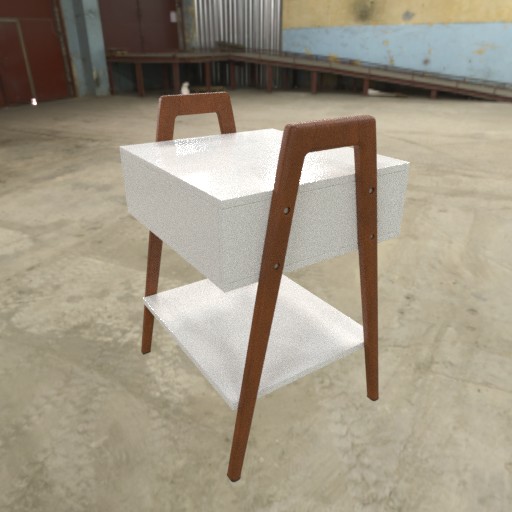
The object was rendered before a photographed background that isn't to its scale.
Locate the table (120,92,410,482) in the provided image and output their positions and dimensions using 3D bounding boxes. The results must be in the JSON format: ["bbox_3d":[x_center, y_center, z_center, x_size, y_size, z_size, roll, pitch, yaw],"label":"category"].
[{"bbox_3d":[0.000,0.000,0.931,0.405,0.610,0.457,-16,30,-30],"label":"table"}]
